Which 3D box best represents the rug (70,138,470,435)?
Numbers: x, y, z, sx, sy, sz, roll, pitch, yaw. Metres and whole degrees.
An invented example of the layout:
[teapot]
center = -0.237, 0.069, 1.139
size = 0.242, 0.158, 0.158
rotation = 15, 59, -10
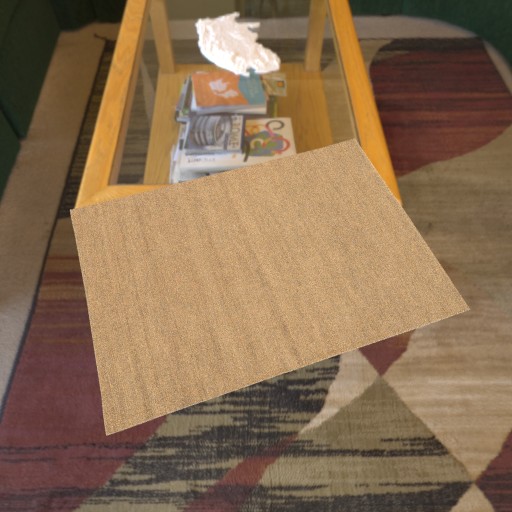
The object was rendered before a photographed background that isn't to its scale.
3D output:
[rug]
center = 0.000, 0.000, 2.961
size = 2.264, 0.030, 1.624
rotation = -16, 58, -10
